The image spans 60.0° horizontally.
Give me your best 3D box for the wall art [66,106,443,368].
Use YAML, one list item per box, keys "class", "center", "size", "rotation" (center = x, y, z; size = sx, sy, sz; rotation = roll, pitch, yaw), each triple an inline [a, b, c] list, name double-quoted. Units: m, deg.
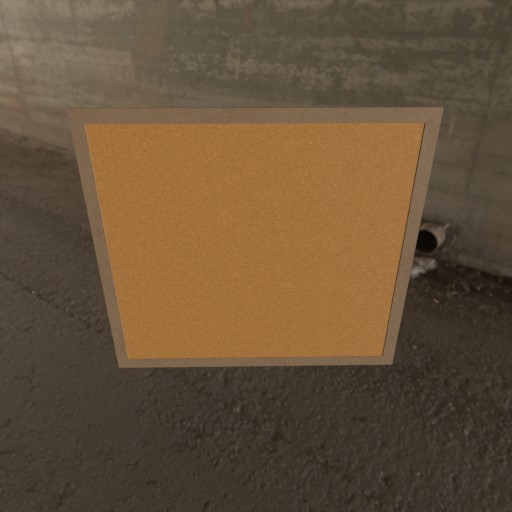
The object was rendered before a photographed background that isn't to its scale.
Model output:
- class: "wall art"
  center: [0.000, 0.000, 1.645]
  size: [1.168, 1.067, 0.025]
  rotation: [0, 29, -1]
